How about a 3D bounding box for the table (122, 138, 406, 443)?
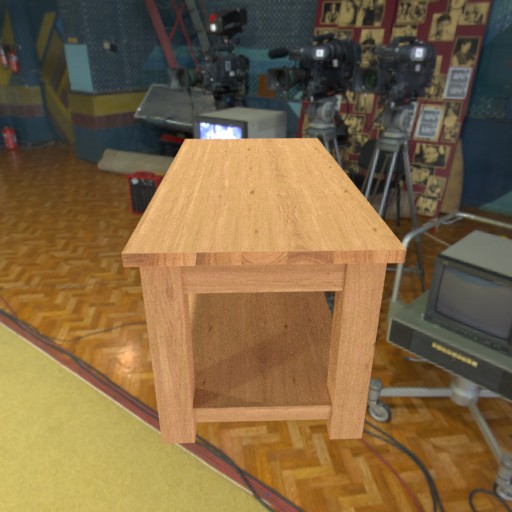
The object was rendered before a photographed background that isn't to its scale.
[{"bbox_3d":[0.000,0.000,1.201,0.450,0.452,0.899,-1,26,-2],"label":"table"}]
